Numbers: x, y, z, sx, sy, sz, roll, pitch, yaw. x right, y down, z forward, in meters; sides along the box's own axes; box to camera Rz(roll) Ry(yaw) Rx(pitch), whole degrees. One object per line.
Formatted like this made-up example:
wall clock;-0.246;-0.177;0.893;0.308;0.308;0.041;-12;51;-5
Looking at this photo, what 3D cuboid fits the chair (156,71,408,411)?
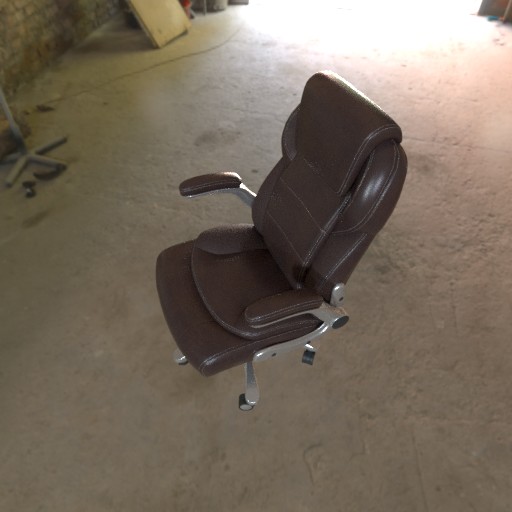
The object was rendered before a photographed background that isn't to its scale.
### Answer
chair;0.000;0.000;1.663;0.774;1.160;0.733;-18;49;-16
